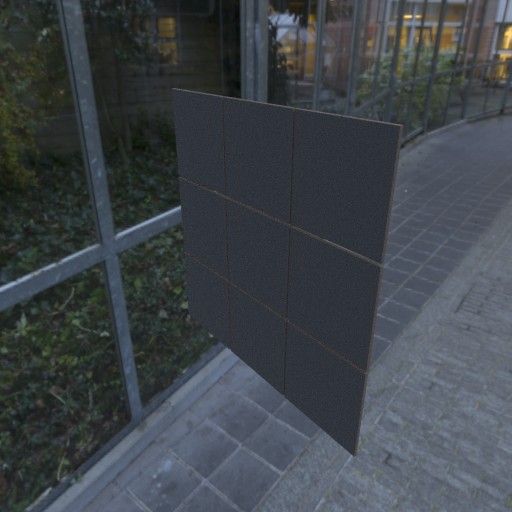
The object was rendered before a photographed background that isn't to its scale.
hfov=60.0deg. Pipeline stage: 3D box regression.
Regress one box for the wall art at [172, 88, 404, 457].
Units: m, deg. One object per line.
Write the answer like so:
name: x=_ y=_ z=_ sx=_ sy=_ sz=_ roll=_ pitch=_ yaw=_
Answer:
wall art: x=0.000 y=0.000 z=1.837 sx=0.013 sy=1.216 sz=1.216 roll=-19 pitch=32 yaw=-34
